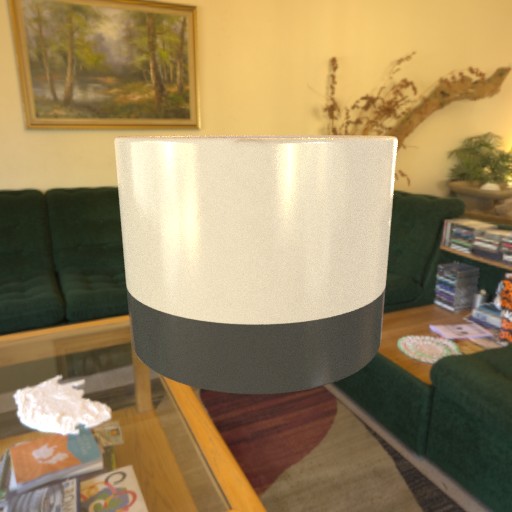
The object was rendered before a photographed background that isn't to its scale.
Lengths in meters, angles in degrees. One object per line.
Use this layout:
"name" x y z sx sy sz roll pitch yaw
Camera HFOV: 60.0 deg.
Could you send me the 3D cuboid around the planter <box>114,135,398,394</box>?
"planter" 0.000 0.000 0.339 0.193 0.177 0.193 0 16 0
